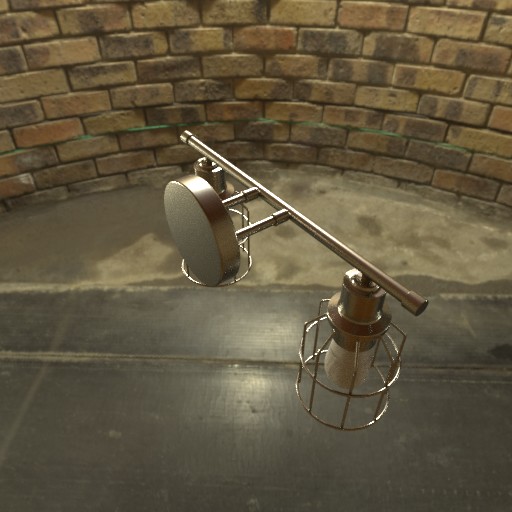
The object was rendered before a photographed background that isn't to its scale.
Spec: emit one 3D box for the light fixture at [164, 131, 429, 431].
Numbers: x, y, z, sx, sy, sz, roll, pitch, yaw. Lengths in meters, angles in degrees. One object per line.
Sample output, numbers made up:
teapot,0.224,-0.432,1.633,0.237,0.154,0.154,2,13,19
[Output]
light fixture,0.000,0.000,0.535,0.165,0.254,0.406,-26,47,-27
